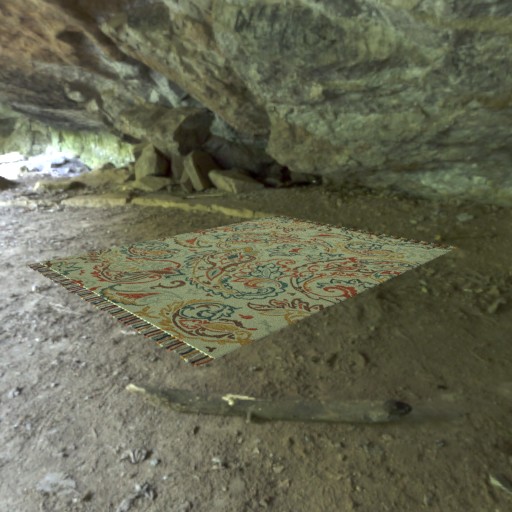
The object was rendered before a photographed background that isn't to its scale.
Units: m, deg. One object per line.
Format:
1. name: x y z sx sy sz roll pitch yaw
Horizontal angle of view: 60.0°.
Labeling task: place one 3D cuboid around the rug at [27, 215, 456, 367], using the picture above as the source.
1. rug: 0.000 0.000 4.171 3.274 0.015 2.439 -15 22 -43
